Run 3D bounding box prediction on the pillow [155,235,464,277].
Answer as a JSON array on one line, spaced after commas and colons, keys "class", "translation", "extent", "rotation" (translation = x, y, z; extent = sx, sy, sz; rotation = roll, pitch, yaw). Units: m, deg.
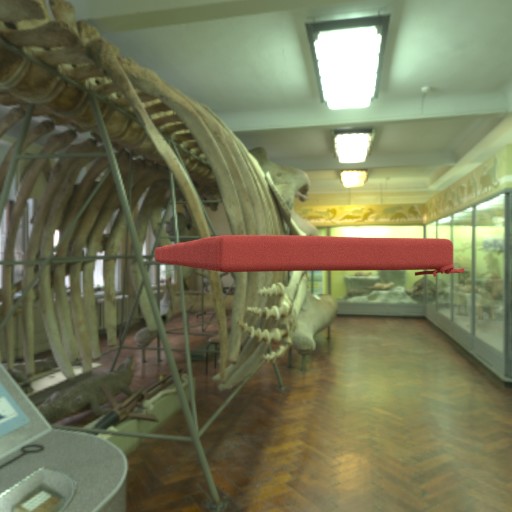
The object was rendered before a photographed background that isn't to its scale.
[{"class": "pillow", "translation": [0.000, 0.000, 1.304], "extent": [0.492, 0.081, 1.187], "rotation": [0, 0, -18]}]
